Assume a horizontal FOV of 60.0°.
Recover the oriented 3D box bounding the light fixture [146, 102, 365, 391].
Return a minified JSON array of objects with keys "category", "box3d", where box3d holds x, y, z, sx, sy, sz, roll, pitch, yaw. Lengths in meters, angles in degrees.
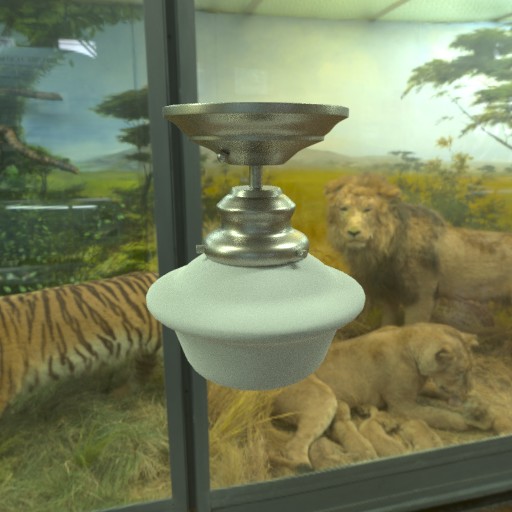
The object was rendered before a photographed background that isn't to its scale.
[{"category":"light fixture","box3d":[0.000,0.000,0.402,0.199,0.254,0.199,0,15,0]}]
